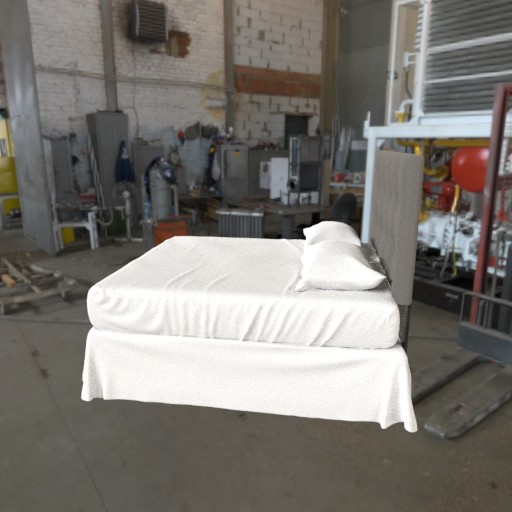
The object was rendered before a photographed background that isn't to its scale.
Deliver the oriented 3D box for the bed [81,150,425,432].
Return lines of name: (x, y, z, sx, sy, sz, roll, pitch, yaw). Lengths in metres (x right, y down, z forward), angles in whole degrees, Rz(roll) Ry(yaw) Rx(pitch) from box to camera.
bed: (0.000, 0.000, 3.430, 2.222, 1.577, 1.936, 2, 15, 9)
